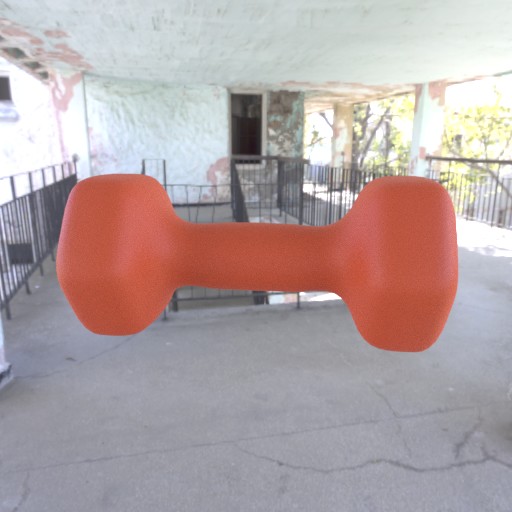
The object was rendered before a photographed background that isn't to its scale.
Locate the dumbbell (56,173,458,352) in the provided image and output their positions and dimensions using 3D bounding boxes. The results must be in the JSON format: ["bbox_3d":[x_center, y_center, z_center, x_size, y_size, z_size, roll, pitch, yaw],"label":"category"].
[{"bbox_3d":[0.000,0.000,0.199,0.162,0.071,0.079,2,14,8],"label":"dumbbell"}]
